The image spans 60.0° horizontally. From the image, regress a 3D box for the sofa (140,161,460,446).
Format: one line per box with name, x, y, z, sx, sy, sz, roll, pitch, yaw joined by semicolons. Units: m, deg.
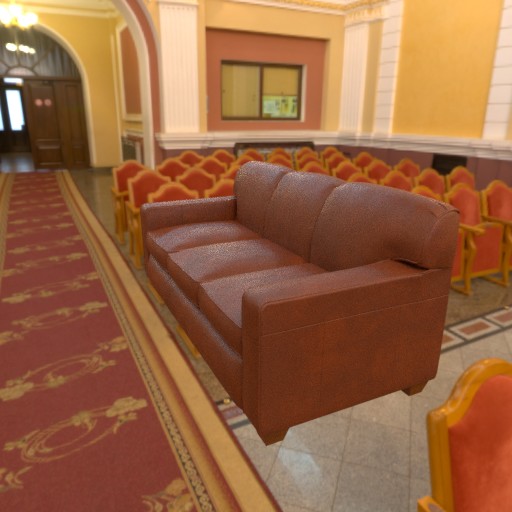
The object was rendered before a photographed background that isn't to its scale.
sofa;0.000;0.000;2.646;1.008;0.953;2.039;-8;20;-24
